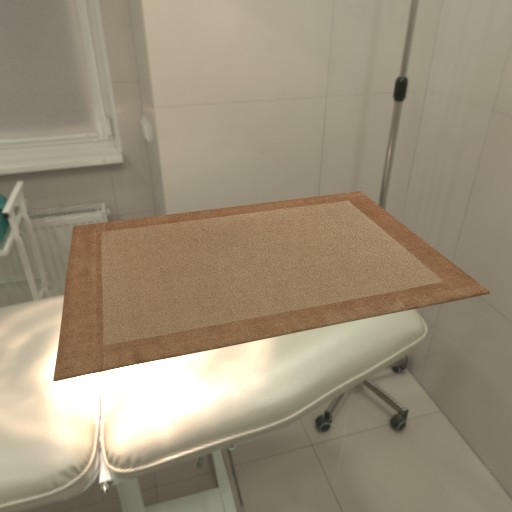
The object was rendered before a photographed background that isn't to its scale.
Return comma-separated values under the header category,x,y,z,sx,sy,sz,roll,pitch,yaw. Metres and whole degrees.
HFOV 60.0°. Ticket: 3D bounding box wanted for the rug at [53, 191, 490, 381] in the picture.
category,x,y,z,sx,sy,sz,roll,pitch,yaw
rug,0.000,0.000,2.261,1.829,0.014,1.219,-9,32,-14
